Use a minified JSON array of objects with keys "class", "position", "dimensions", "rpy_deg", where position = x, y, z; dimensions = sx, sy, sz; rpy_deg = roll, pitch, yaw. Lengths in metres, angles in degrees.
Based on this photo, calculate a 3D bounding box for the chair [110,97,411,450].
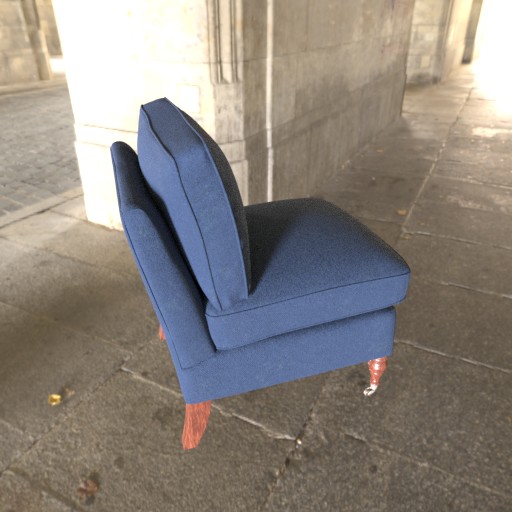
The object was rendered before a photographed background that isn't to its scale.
[{"class":"chair","position":[0.000,0.000,1.647],"dimensions":[0.912,1.052,0.724],"rpy_deg":[-9,30,-16]}]
